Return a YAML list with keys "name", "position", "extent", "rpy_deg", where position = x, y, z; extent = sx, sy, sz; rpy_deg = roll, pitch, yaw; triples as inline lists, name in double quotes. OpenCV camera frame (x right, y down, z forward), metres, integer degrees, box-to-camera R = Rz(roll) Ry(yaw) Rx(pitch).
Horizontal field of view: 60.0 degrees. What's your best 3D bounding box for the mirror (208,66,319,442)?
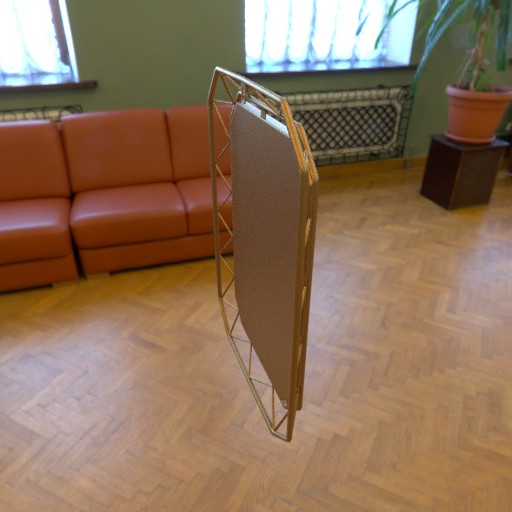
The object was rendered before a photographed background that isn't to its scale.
- name: "mirror"
  position: [0.000, 0.000, 0.745]
  extent: [0.042, 0.566, 0.417]
  rpy_deg: [-10, 32, -17]
